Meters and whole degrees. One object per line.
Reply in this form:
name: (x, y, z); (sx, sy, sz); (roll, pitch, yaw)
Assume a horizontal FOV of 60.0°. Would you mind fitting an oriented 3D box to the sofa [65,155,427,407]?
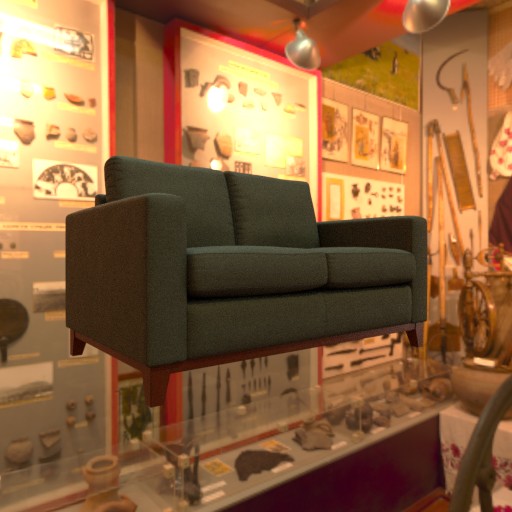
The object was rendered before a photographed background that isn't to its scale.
sofa: (0.000, 0.000, 2.105); (1.489, 0.903, 0.955); (0, 0, -37)
